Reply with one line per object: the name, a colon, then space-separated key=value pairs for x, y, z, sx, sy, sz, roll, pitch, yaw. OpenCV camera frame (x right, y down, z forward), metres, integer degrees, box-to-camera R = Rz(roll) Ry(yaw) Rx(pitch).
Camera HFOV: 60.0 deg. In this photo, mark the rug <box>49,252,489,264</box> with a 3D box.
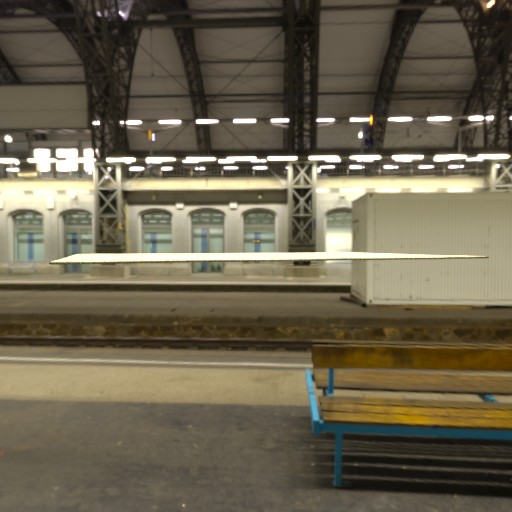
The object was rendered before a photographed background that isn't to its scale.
rug: x=0.000 y=0.000 z=2.343 sx=1.850 sy=0.015 sz=1.250 roll=0 pitch=2 yaw=-18
